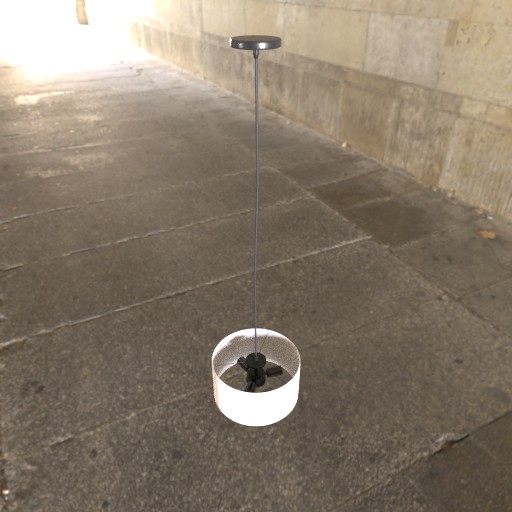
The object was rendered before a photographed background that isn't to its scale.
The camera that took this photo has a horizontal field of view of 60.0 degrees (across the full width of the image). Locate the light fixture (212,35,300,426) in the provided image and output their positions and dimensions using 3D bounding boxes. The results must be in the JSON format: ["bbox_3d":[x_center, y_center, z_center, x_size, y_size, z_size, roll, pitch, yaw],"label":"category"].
[{"bbox_3d":[0.000,0.000,1.708,0.399,1.516,0.399,0,32,0],"label":"light fixture"}]
